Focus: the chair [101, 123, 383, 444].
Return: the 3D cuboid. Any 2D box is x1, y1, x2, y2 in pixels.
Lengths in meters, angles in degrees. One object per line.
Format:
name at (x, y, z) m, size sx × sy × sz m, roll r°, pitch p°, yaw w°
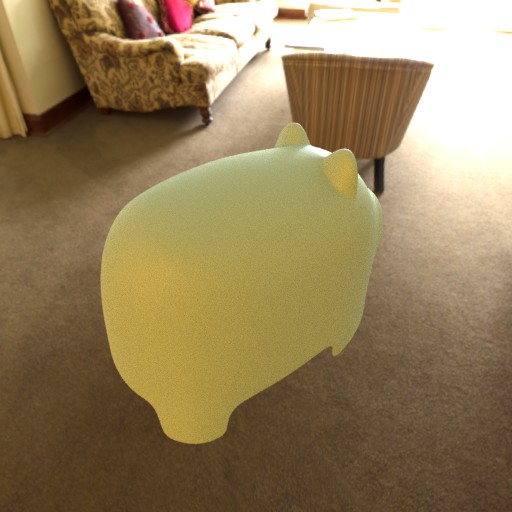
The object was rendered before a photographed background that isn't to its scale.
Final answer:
chair at (0.000, 0.000, 0.870) m, size 0.619 × 0.423 × 0.364 m, roll -25°, pitch 46°, yaw -27°
